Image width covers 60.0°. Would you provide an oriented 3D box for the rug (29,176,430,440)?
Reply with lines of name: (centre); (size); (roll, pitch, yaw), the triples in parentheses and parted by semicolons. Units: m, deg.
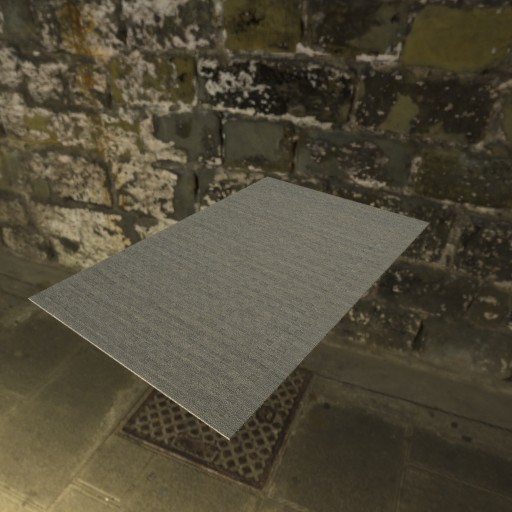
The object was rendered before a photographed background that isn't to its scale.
rug: (0.000, 0.000, 2.217); (1.142, 0.006, 1.752); (22, 38, 31)
